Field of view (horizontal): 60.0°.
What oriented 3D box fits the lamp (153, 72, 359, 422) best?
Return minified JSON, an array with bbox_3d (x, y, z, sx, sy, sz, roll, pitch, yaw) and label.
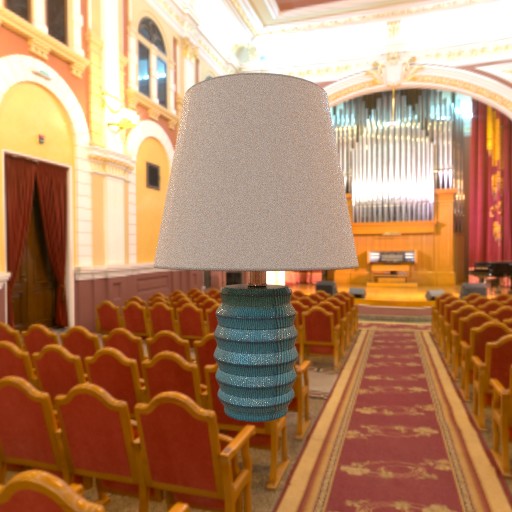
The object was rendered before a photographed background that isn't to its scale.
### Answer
[{"bbox_3d":[0.000,0.000,0.562,0.254,0.392,0.254,0,1,0],"label":"lamp"}]
